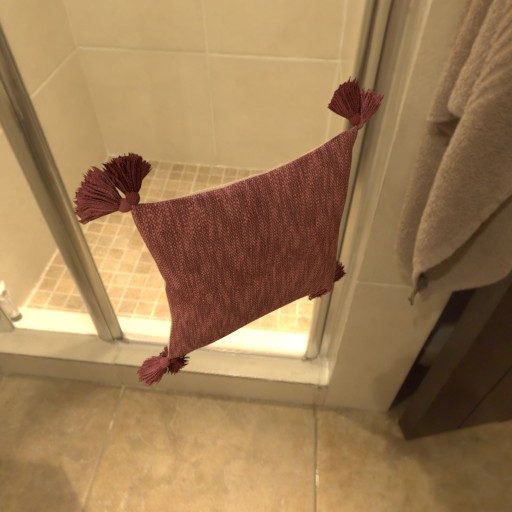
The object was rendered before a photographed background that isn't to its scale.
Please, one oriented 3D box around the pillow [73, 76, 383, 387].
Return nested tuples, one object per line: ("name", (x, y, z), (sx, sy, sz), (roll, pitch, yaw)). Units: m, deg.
("pillow", (0.000, 0.000, 0.965), (0.641, 0.659, 0.138), (-24, 51, -21))
